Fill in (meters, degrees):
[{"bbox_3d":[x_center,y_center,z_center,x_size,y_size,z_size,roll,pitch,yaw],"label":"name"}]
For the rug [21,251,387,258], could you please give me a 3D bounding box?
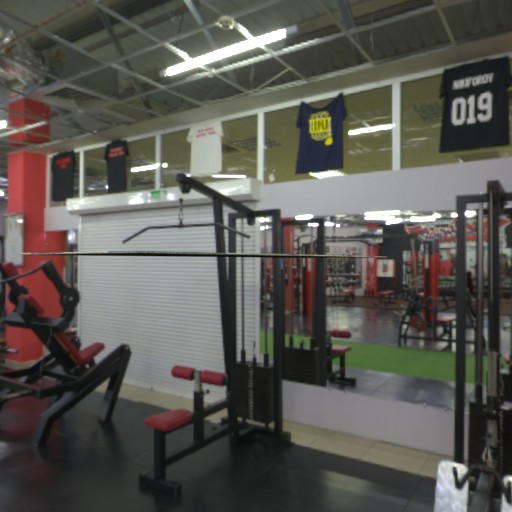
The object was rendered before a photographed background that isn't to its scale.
[{"bbox_3d":[0.000,0.000,2.686,0.774,0.008,2.437,0,-1,36],"label":"rug"}]
